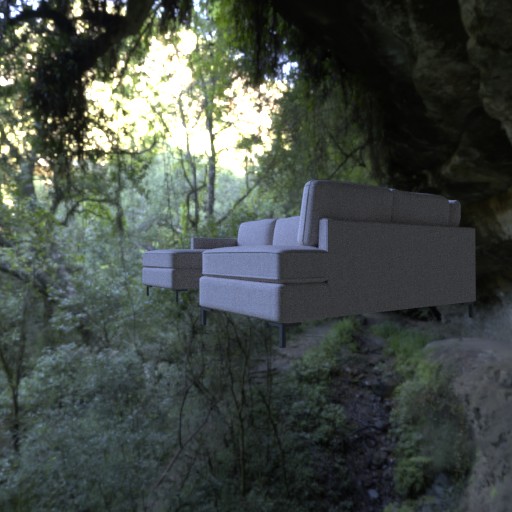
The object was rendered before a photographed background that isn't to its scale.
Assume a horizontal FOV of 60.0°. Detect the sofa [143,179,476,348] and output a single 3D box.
[{"bbox_3d":[0.000,0.000,4.391,2.021,0.996,3.423,0,0,-35],"label":"sofa"}]
